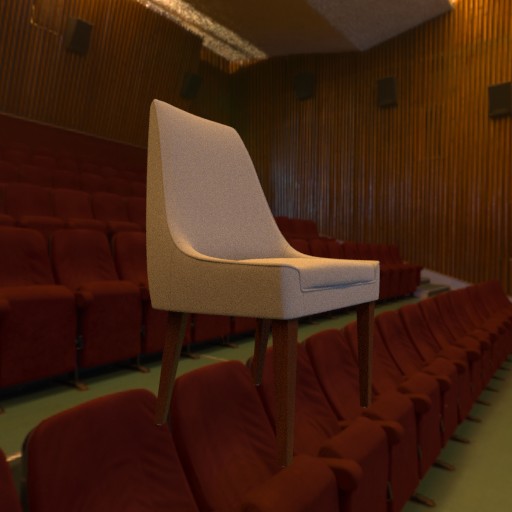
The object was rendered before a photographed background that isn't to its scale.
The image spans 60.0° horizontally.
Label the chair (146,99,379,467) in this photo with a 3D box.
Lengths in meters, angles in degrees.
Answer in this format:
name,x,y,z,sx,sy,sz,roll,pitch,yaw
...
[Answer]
name,x,y,z,sx,sy,sz,roll,pitch,yaw
chair,0.000,0.000,1.218,0.544,0.861,0.529,0,0,36
